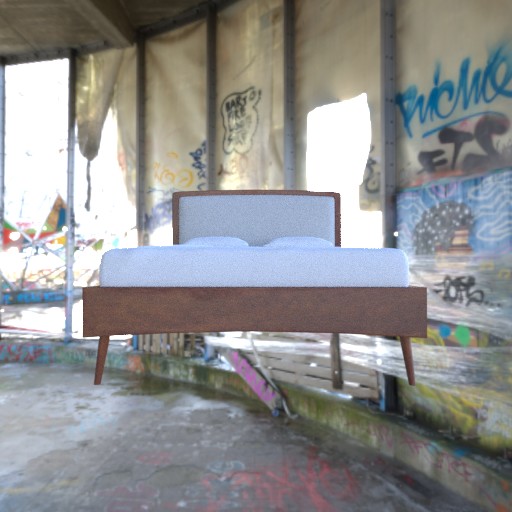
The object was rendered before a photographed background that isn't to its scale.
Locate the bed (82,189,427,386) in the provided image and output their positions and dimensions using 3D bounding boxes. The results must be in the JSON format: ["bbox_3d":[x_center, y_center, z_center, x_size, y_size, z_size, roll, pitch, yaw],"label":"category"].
[{"bbox_3d":[0.000,0.000,3.143,1.587,1.275,2.196,0,-1,0],"label":"bed"}]
